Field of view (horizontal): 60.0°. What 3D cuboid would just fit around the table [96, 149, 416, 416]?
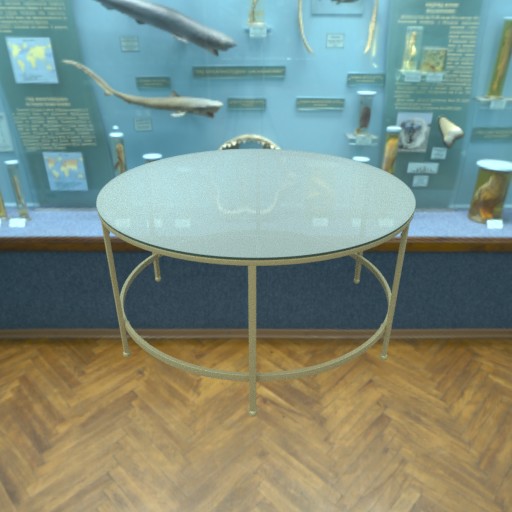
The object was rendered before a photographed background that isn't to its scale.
[{"bbox_3d":[0.000,0.000,1.441,0.914,0.470,0.914,0,28,0],"label":"table"}]
